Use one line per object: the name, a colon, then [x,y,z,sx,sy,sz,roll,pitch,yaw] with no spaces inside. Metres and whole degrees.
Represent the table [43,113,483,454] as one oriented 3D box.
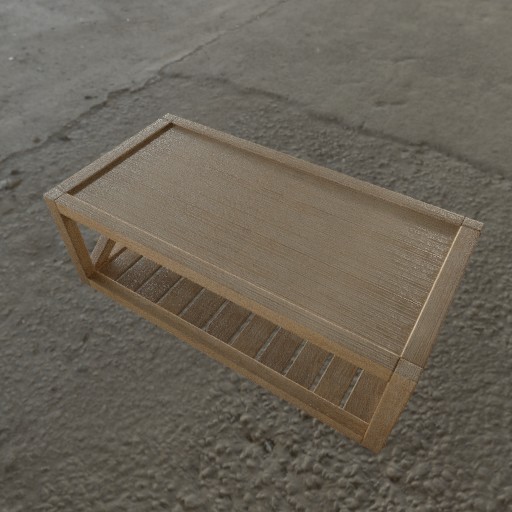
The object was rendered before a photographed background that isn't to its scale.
table: [0.000,0.000,1.630,1.321,0.457,0.660,25,51,22]
